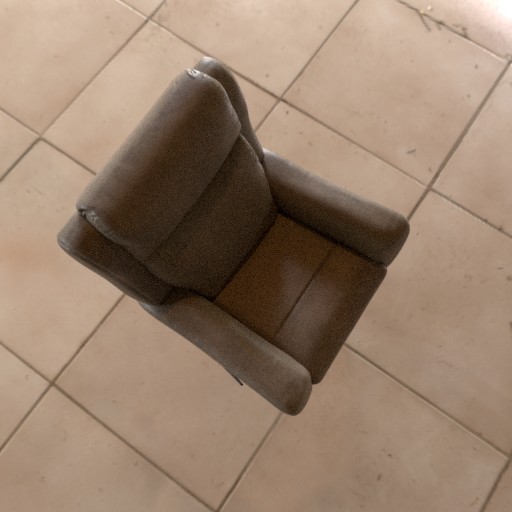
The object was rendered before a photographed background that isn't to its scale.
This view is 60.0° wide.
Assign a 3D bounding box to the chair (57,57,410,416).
[{"bbox_3d":[0.000,0.000,1.890,1.068,1.116,0.967,33,78,8],"label":"chair"}]
